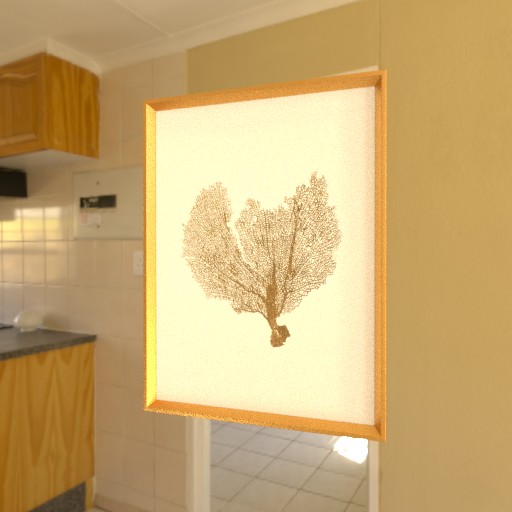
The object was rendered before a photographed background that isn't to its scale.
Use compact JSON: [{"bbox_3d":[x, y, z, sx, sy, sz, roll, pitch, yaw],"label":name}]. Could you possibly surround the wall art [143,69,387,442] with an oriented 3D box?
[{"bbox_3d":[0.000,0.000,1.079,0.610,0.812,0.038,0,0,19],"label":"wall art"}]
